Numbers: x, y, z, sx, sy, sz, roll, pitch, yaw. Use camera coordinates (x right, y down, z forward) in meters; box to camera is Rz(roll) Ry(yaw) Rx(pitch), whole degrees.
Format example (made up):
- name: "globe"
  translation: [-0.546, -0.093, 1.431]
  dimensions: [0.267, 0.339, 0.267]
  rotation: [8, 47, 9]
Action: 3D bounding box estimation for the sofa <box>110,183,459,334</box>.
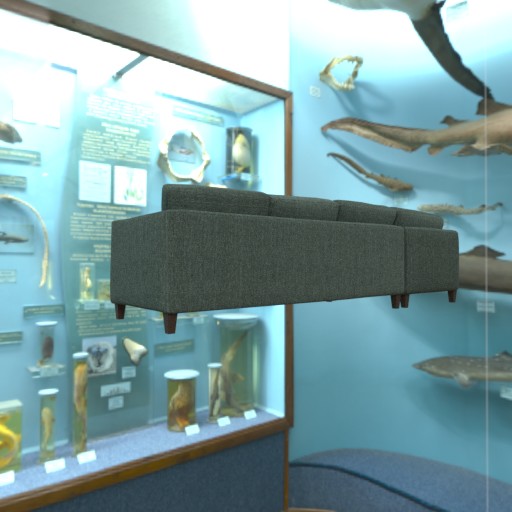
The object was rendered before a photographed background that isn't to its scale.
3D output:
- name: "sofa"
  translation: [0.000, 0.000, 4.527]
  dimensions: [3.302, 0.947, 2.593]
  rotation: [0, -1, -37]
